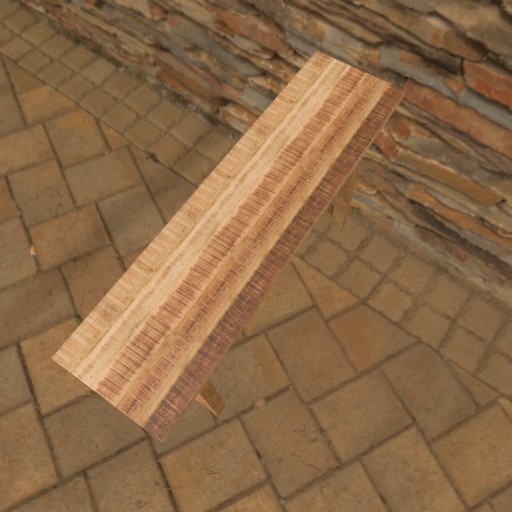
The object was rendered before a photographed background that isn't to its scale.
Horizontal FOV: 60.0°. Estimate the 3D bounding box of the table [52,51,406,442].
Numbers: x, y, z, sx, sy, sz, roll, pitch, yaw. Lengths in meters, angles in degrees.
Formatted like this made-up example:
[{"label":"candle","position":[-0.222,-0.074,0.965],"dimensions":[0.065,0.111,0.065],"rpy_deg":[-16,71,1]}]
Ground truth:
[{"label":"table","position":[0.000,0.000,1.869],"dimensions":[0.405,0.810,1.524],"rpy_deg":[31,68,14]}]
